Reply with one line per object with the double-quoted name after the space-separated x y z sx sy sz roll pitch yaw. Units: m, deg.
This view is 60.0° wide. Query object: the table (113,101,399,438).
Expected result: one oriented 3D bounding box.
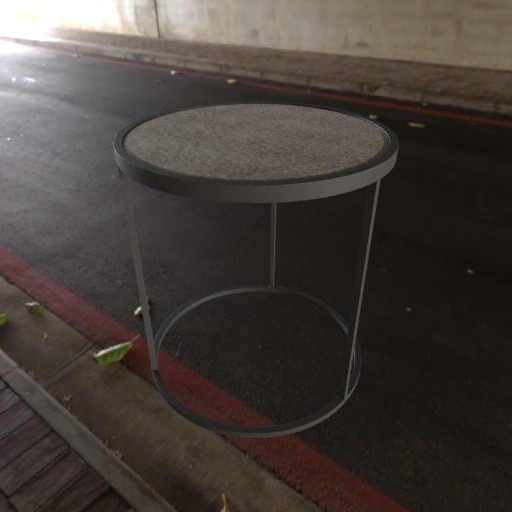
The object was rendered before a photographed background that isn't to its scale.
0.000 0.000 0.886 0.470 0.498 0.470 0 32 0 "table"
